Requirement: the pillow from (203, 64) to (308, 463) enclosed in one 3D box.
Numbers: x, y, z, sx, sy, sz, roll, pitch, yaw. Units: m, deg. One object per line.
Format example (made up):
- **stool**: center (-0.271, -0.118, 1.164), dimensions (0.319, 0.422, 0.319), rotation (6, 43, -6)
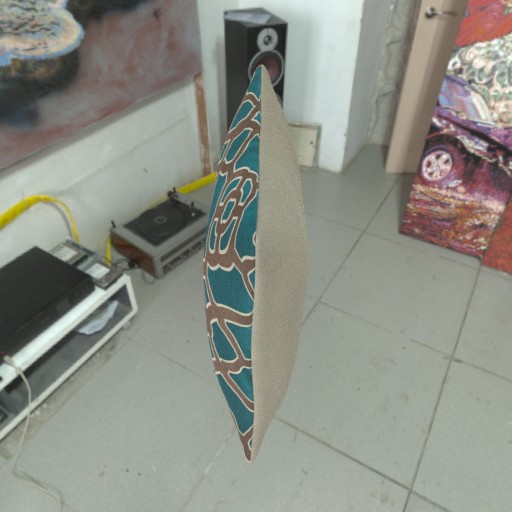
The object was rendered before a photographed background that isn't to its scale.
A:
- **pillow**: center (0.000, 0.000, 0.803), dimensions (0.166, 0.507, 0.526), rotation (1, 41, 1)
